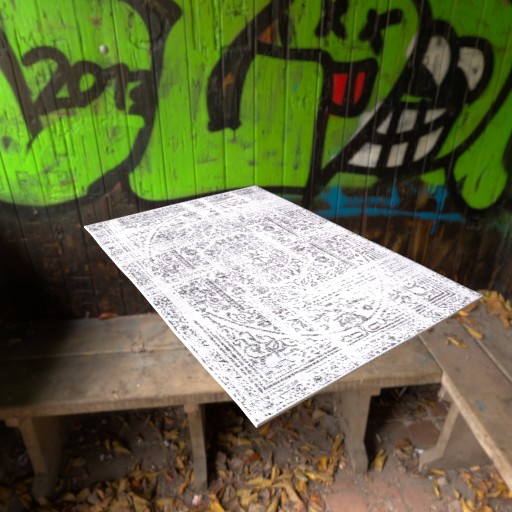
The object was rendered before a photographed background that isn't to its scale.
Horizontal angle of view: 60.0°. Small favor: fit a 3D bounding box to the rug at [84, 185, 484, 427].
[{"bbox_3d":[0.000,0.000,3.146,1.706,0.026,2.438,-19,34,-30],"label":"rug"}]
